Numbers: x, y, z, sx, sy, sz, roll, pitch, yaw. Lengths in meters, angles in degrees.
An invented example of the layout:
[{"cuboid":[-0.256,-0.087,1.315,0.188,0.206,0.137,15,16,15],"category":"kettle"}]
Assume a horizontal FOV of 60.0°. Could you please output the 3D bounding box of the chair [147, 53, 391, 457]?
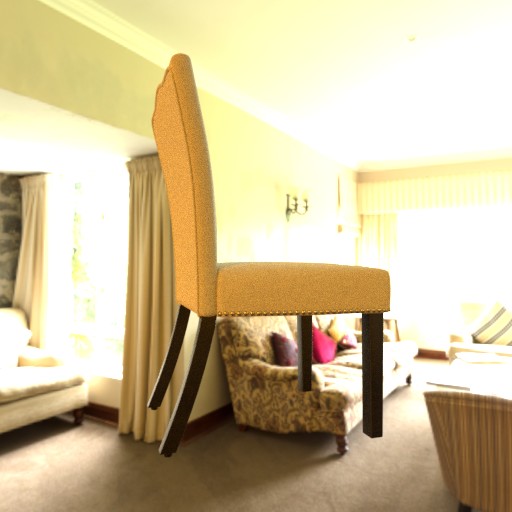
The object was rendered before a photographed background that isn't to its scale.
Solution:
[{"cuboid":[0.000,0.000,1.297,0.589,0.946,0.518,0,-1,-18],"category":"chair"}]
